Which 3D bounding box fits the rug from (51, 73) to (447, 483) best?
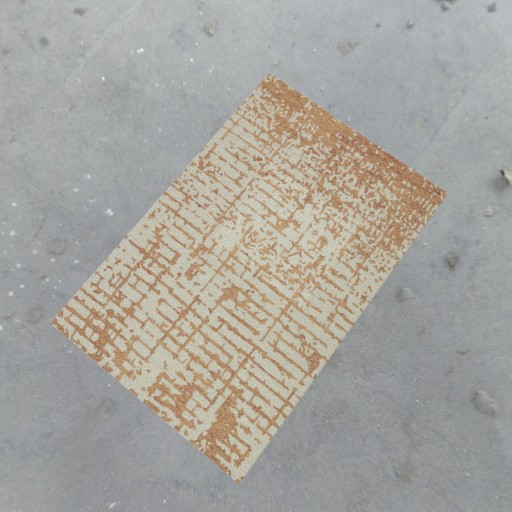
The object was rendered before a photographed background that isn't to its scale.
[{"bbox_3d":[0.000,0.000,2.326,1.219,0.011,1.829,37,79,8],"label":"rug"}]
